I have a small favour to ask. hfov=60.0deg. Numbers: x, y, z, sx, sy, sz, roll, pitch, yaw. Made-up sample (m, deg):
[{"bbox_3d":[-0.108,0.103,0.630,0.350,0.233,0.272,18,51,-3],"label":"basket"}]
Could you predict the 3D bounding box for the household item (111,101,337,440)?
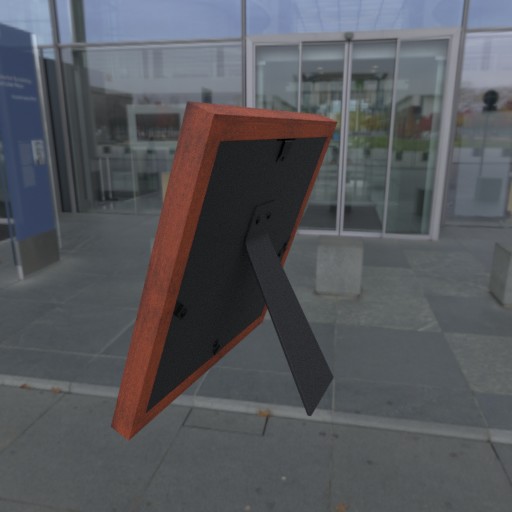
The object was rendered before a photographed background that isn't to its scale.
[{"bbox_3d":[0.000,0.000,0.385,0.131,0.240,0.240,7,17,25],"label":"household item"}]
